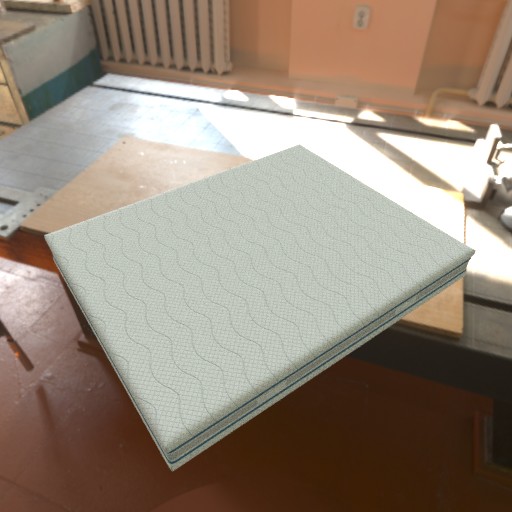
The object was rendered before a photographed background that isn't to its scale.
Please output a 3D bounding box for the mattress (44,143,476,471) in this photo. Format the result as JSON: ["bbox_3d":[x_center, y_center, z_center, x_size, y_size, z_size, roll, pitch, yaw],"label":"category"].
[{"bbox_3d":[0.000,0.000,2.684,2.000,0.230,1.600,-25,48,-26],"label":"mattress"}]
